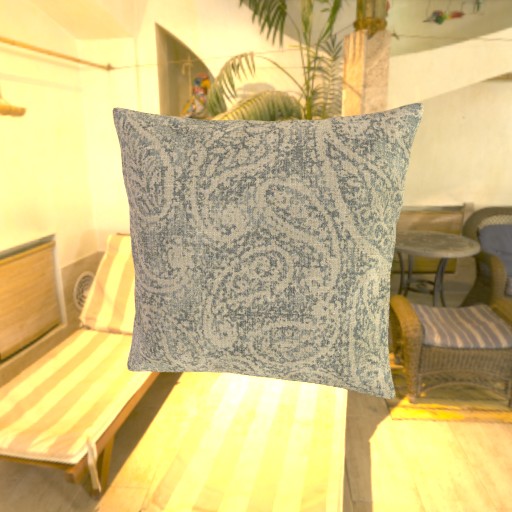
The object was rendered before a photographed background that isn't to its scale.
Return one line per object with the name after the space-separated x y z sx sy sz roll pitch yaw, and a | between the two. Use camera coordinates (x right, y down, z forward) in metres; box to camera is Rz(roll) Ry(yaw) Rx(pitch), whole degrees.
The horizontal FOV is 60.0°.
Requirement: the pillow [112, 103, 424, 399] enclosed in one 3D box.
0.000 0.000 0.789 0.523 0.510 0.166 3 15 10 | pillow
